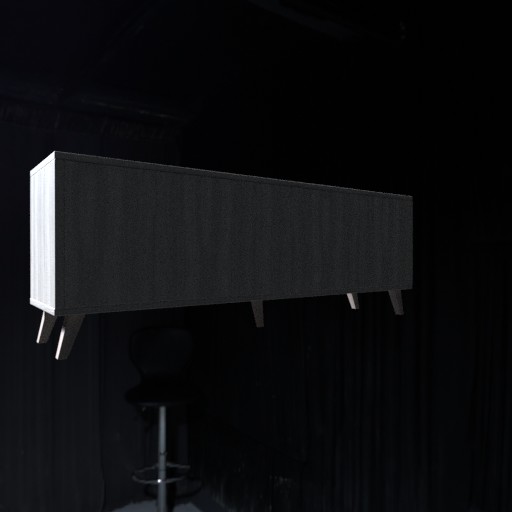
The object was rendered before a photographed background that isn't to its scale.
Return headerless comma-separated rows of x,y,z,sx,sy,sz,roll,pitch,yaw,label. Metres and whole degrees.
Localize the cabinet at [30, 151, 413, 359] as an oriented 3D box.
0.000,0.000,2.478,2.198,0.779,0.499,0,0,-36,cabinet
